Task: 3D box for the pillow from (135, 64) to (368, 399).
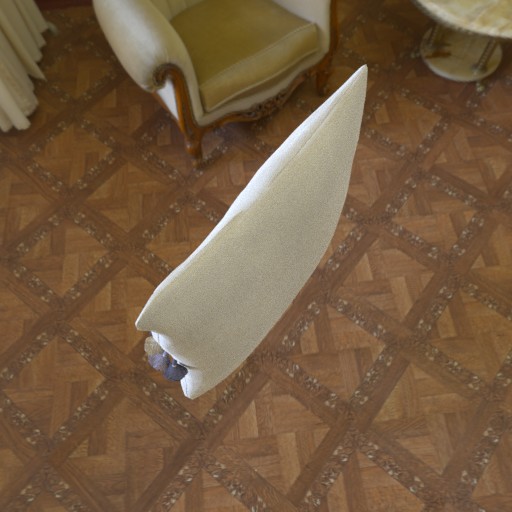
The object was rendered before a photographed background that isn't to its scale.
[{"bbox_3d":[0.000,0.000,0.751,0.165,0.481,0.489,34,69,15],"label":"pillow"}]
